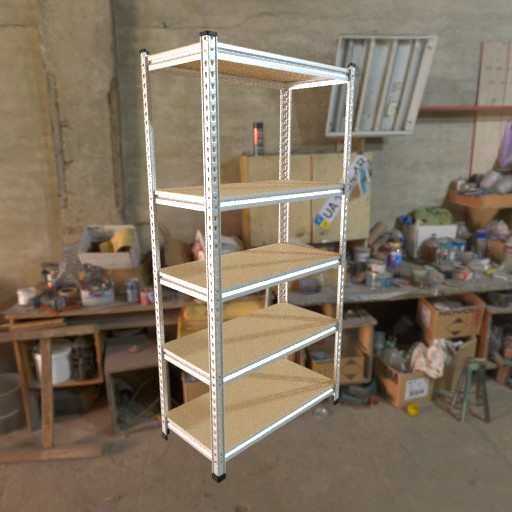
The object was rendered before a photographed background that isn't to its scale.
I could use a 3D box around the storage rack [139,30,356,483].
[{"bbox_3d":[0.000,0.000,2.202,0.914,1.829,0.457,-13,19,-43],"label":"storage rack"}]
